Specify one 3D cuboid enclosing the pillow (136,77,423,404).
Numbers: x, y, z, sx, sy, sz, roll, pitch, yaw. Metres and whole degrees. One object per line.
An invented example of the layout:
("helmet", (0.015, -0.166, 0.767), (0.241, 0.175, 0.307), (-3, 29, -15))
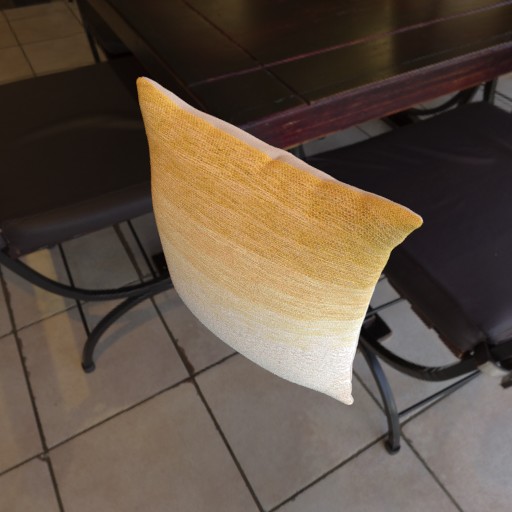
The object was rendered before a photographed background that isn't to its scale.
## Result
("pillow", (0.000, 0.000, 0.707), (0.450, 0.450, 0.211), (33, 56, 26))
